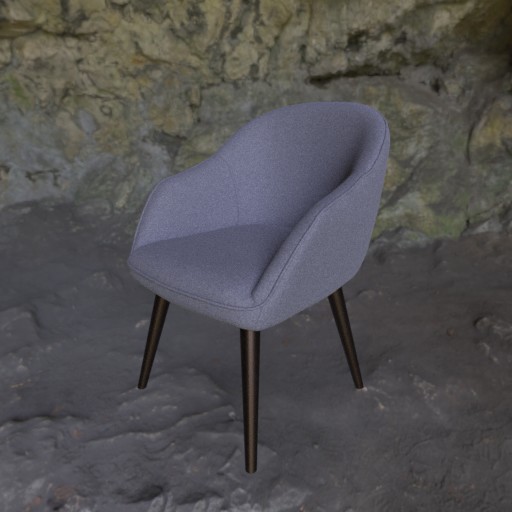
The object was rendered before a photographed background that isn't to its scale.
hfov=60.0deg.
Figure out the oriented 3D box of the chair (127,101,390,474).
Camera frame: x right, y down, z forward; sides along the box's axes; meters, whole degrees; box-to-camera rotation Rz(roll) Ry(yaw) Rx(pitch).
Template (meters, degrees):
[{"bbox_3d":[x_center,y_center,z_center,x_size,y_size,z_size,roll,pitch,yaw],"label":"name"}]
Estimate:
[{"bbox_3d":[0.000,0.000,1.217,0.589,0.810,0.611,17,24,42],"label":"chair"}]
